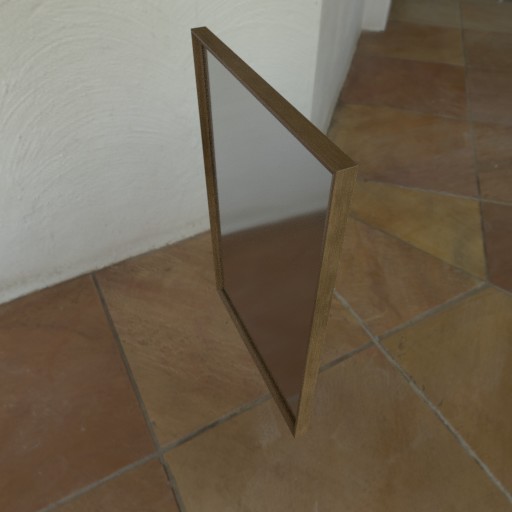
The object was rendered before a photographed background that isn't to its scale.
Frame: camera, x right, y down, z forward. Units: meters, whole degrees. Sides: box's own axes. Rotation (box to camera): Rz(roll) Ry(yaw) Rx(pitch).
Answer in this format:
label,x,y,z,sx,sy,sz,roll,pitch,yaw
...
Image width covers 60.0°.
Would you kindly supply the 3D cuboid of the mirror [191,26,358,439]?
label,x,y,z,sx,sy,sz,roll,pitch,yaw
mirror,0.000,0.000,1.136,0.041,0.915,0.609,-18,48,-17
